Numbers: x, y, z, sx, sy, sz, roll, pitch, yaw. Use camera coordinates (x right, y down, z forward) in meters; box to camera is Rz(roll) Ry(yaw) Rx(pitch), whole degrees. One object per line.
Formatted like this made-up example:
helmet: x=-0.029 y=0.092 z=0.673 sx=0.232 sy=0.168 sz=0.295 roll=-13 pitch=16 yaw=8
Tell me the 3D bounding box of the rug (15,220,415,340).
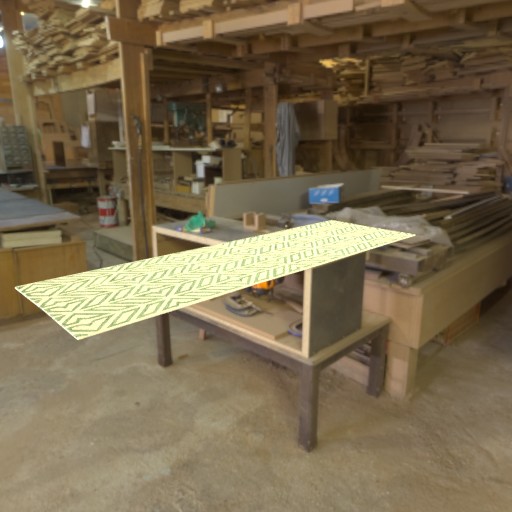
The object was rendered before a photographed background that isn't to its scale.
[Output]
rug: x=0.000 y=0.000 z=2.639 sx=2.435 sy=0.009 sz=0.750 roll=-14 pitch=21 yaw=-41
